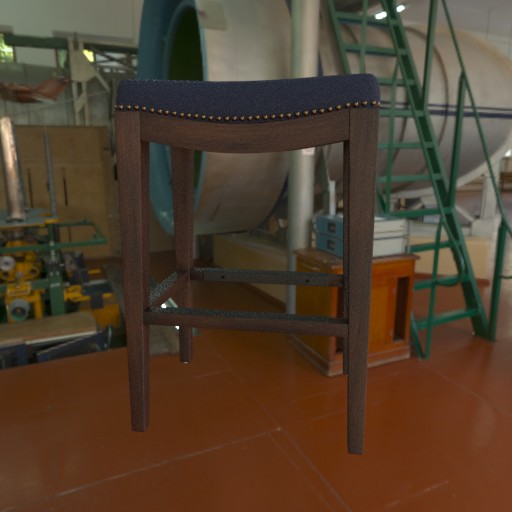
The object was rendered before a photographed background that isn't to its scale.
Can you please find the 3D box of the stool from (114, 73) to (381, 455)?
[{"bbox_3d":[0.000,0.000,1.024,0.498,0.740,0.358,2,14,9],"label":"stool"}]
